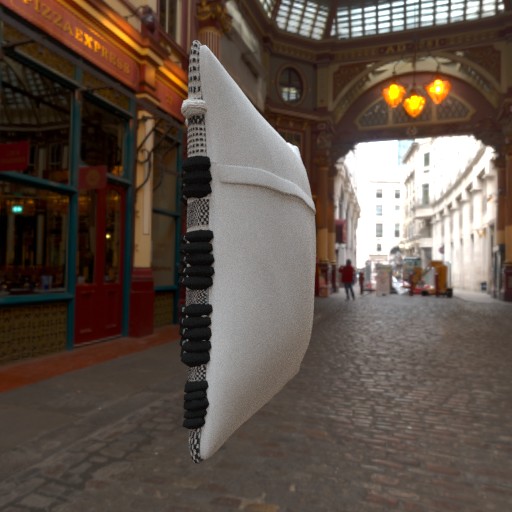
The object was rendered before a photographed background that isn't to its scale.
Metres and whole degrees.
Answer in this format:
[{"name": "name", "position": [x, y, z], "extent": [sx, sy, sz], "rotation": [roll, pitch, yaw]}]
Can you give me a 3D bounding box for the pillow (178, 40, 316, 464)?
[{"name": "pillow", "position": [0.000, 0.000, 0.657], "extent": [0.156, 0.438, 0.436], "rotation": [0, -2, 18]}]
